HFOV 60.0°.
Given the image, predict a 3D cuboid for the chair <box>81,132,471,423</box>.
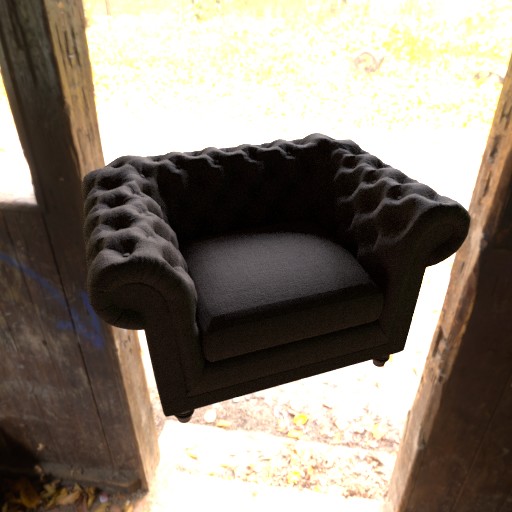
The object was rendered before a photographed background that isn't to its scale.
[{"bbox_3d":[0.000,0.000,1.882,1.298,0.780,0.945,-11,33,-16],"label":"chair"}]
